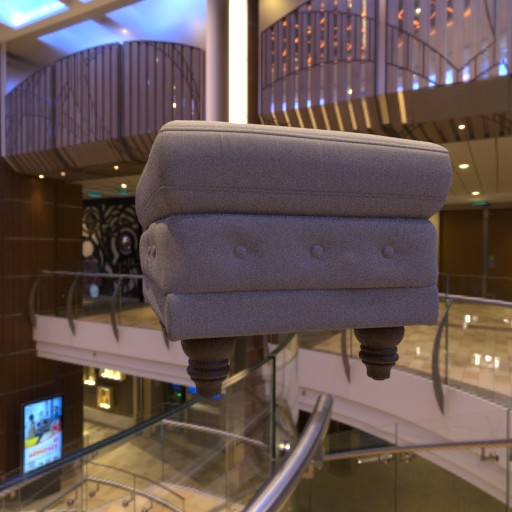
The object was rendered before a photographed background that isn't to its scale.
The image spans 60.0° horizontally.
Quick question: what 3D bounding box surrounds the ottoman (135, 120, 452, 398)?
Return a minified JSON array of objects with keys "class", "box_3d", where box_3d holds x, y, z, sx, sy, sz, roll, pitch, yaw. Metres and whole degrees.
[{"class":"ottoman","box_3d":[0.000,0.000,1.125,0.569,0.500,0.771,0,1,-17]}]
